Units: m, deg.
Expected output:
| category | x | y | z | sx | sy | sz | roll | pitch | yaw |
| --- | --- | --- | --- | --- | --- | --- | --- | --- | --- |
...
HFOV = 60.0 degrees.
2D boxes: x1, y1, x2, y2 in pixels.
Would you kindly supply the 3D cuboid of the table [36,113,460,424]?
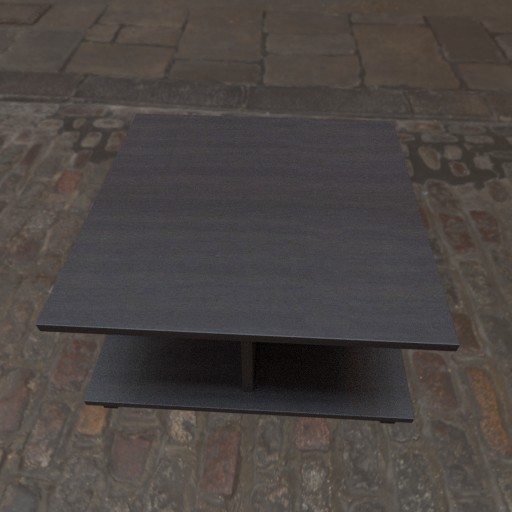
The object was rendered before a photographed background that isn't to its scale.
| category | x | y | z | sx | sy | sz | roll | pitch | yaw |
| --- | --- | --- | --- | --- | --- | --- | --- | --- | --- |
| table | 0.000 | 0.000 | 1.196 | 0.762 | 0.396 | 0.762 | 2 | 47 | 2 |
